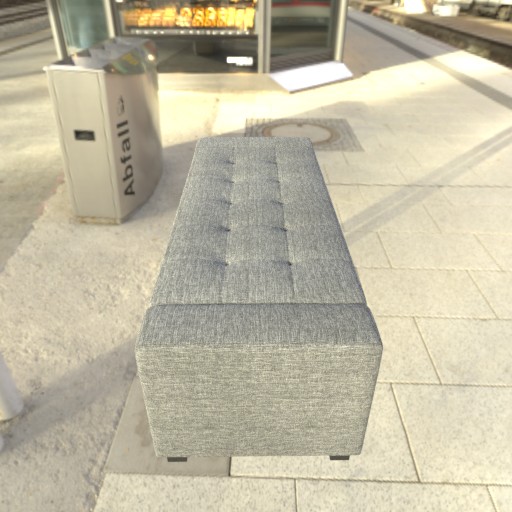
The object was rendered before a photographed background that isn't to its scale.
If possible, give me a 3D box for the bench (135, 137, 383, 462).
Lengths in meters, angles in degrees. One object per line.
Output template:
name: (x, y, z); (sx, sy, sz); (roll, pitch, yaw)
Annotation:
bench: (0.000, 0.000, 1.529); (0.508, 0.445, 1.296); (0, 33, -1)
